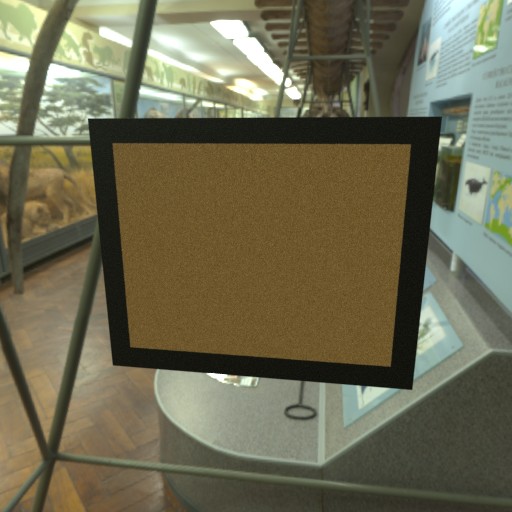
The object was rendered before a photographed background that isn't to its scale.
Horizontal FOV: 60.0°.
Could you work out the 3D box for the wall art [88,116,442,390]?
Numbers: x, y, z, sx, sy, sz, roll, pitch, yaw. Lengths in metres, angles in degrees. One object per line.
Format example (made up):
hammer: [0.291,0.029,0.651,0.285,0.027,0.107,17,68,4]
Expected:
wall art: [0.000,0.000,0.771,0.561,0.460,0.028,2,16,8]
